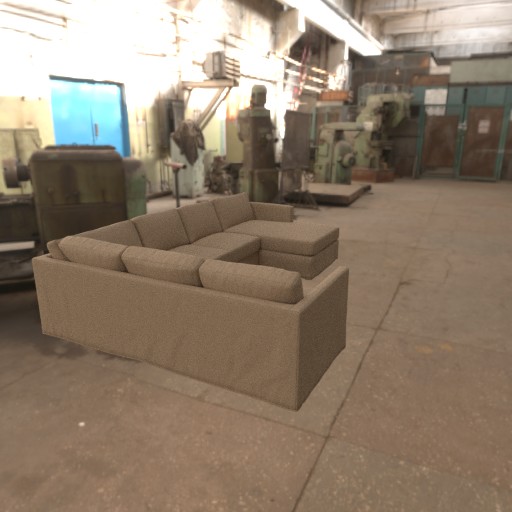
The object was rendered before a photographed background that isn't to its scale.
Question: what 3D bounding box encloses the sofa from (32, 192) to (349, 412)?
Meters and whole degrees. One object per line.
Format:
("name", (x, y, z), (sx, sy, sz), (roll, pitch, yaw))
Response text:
("sofa", (0.000, 0.000, 4.676), (2.427, 0.882, 3.460), (8, 18, 27))
